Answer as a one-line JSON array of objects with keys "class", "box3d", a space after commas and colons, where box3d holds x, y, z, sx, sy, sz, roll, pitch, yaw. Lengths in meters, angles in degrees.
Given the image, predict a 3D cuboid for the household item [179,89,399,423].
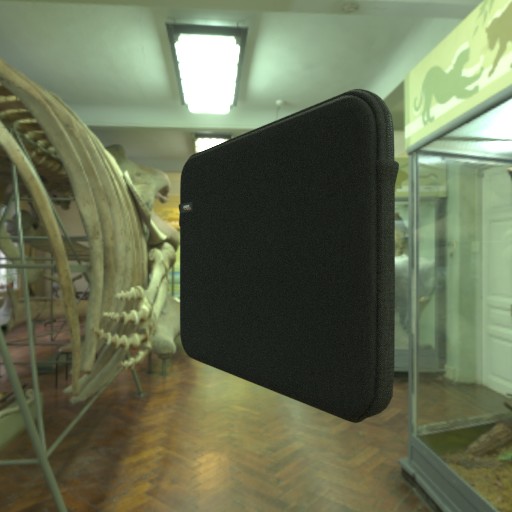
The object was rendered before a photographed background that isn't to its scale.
[{"class": "household item", "box3d": [0.000, 0.000, 0.535, 0.030, 0.305, 0.396, 0, 0, -36]}]
